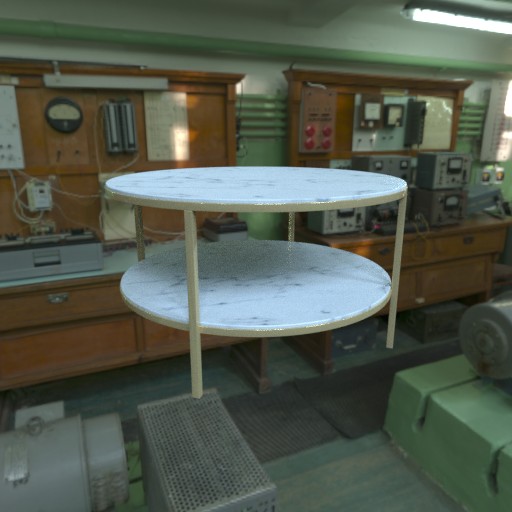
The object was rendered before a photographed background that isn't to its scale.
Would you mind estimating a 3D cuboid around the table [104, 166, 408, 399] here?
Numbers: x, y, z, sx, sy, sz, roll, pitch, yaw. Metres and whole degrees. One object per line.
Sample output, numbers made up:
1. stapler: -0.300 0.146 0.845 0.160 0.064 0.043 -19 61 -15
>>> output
1. table: 0.000 0.000 1.291 0.800 0.450 0.800 0 16 0
